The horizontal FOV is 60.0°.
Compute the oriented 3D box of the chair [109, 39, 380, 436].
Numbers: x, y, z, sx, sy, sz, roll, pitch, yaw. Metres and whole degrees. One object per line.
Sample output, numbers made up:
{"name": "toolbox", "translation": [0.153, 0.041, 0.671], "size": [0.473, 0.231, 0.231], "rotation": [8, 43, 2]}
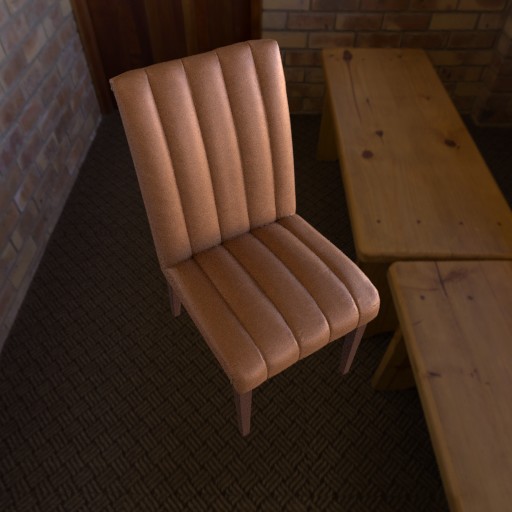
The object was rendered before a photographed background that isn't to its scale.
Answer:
{"name": "chair", "translation": [0.000, 0.000, 1.363], "size": [0.511, 1.016, 0.647], "rotation": [-24, 52, -21]}
